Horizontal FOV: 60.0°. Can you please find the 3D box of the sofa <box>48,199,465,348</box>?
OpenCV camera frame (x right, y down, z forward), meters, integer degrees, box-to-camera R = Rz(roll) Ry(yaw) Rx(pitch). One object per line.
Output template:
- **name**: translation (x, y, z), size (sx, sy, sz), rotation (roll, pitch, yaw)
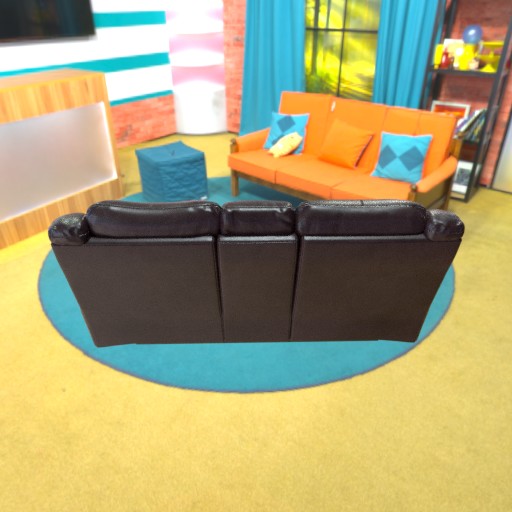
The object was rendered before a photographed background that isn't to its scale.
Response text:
- **sofa**: translation (0.000, 0.000, 2.662), size (2.058, 1.043, 0.991), rotation (-1, 30, -1)
